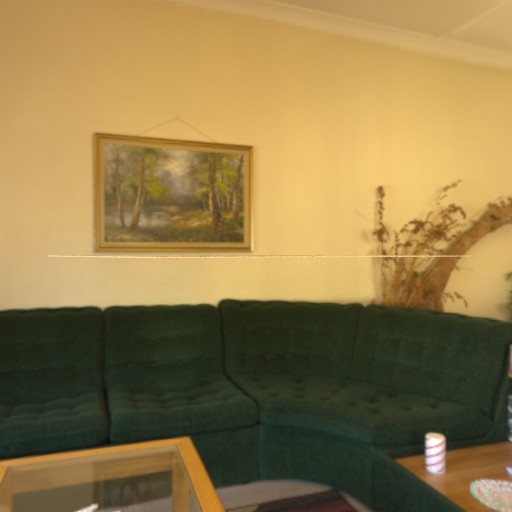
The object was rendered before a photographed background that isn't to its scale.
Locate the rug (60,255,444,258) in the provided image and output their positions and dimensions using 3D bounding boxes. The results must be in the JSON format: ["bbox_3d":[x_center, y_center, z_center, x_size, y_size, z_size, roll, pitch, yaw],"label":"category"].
[{"bbox_3d":[0.000,0.000,4.109,3.067,0.005,2.454,0,0,-37],"label":"rug"}]
